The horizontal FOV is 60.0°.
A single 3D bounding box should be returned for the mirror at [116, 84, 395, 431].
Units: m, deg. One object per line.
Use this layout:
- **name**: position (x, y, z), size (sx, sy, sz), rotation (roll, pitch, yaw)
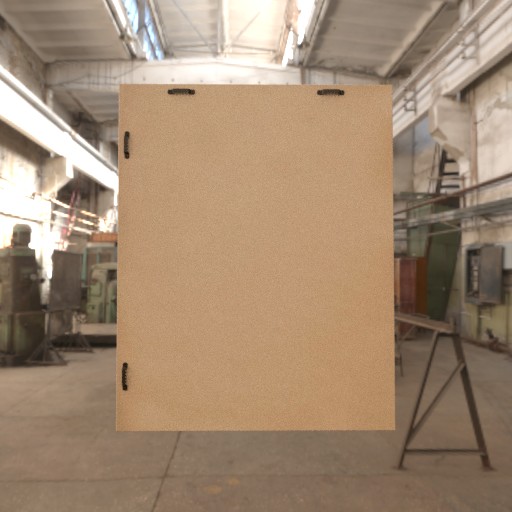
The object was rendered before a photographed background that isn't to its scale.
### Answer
- **mirror**: position (0.000, 0.000, 0.666), size (0.406, 0.509, 0.041), rotation (0, -2, -1)
